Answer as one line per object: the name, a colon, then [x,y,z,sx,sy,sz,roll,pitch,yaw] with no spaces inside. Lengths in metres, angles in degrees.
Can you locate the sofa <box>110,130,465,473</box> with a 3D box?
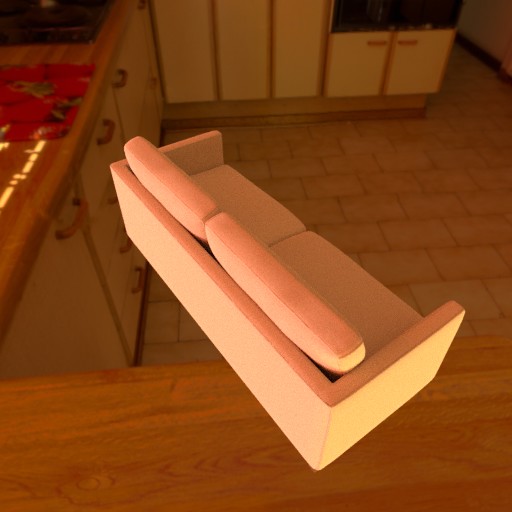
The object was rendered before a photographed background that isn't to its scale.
sofa: [0.000,0.000,2.875,0.951,0.968,2.361,-26,49,-25]
